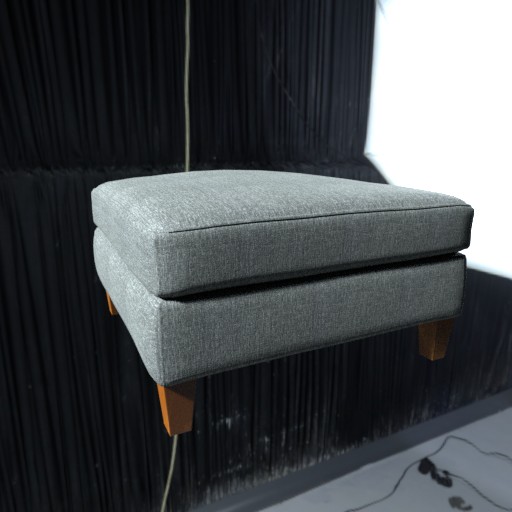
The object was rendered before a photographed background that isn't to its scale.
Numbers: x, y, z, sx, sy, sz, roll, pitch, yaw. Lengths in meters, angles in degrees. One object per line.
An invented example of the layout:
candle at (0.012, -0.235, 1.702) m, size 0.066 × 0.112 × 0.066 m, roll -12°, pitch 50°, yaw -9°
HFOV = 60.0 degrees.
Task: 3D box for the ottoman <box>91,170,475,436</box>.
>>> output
ottoman at (0.000, 0.000, 1.319) m, size 0.838 × 0.481 × 0.838 m, roll -7°, pitch 16°, yaw -25°
